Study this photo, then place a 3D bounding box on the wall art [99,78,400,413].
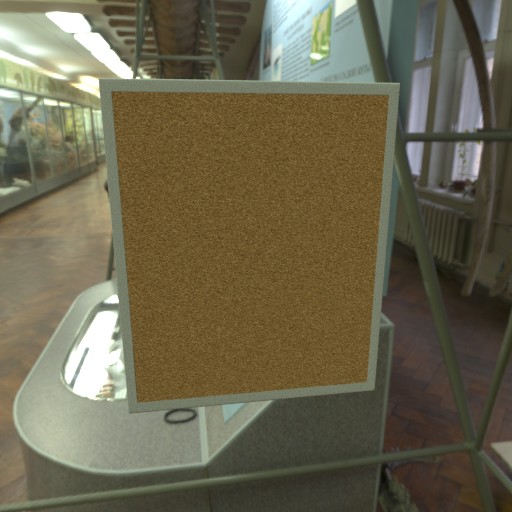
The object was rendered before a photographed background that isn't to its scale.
[{"bbox_3d":[0.000,0.000,0.728,0.444,0.536,0.020,-2,16,-9],"label":"wall art"}]
